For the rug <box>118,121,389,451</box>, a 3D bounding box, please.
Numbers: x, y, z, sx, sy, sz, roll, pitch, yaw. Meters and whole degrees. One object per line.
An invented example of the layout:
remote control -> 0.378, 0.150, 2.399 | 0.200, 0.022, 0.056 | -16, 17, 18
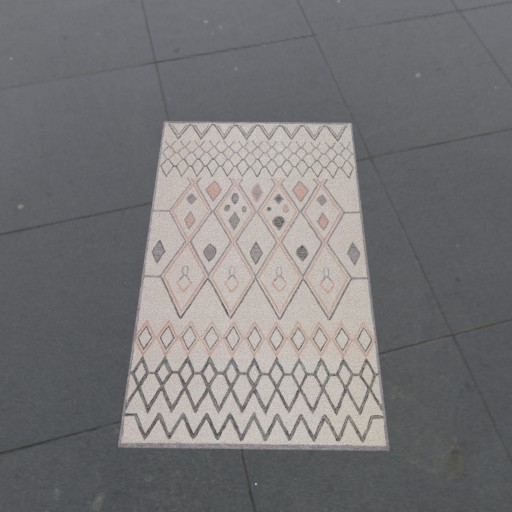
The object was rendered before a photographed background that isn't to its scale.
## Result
rug -> 0.000, 0.000, 3.042 | 1.524, 0.015, 2.438 | 1, 63, 0
